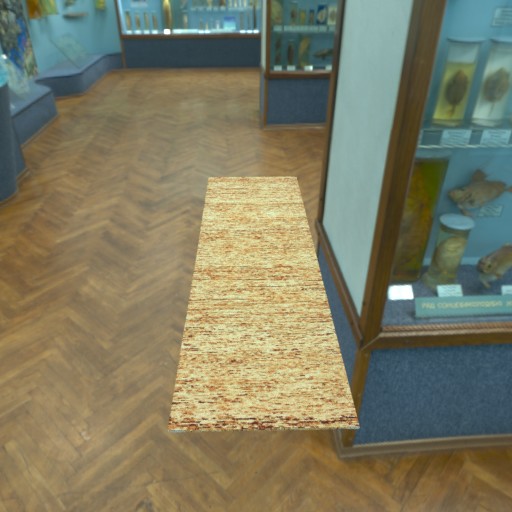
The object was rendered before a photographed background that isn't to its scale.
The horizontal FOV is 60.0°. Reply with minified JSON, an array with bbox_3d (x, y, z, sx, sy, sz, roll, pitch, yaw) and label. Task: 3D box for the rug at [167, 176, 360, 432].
[{"bbox_3d":[0.000,0.000,2.485,0.680,0.014,2.237,-1,33,-1],"label":"rug"}]
